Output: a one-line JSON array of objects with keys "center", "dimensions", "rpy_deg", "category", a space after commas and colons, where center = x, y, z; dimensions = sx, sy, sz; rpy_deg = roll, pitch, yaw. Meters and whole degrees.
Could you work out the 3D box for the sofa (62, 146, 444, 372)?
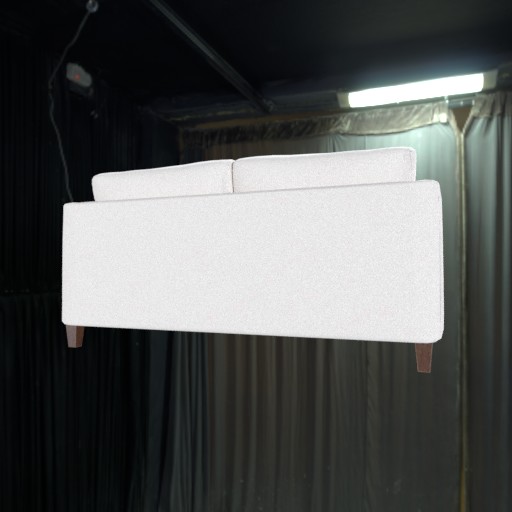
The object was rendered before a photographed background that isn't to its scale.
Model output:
[{"center": [0.000, 0.000, 2.261], "dimensions": [1.722, 0.888, 0.873], "rpy_deg": [-1, -2, 20], "category": "sofa"}]
